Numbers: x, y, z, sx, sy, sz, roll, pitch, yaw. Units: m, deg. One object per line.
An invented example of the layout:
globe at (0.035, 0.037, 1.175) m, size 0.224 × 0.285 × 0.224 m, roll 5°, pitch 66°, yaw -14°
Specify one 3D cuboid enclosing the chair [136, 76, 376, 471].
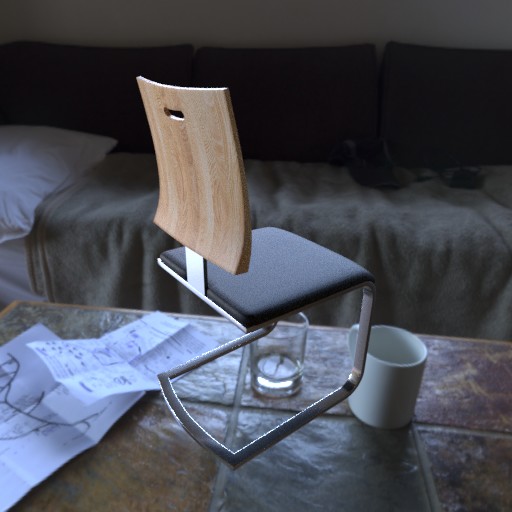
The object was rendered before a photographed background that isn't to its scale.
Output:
chair at (0.000, 0.000, 1.247) m, size 0.560 × 0.936 × 0.462 m, roll -18°, pitch 31°, yaw -33°
